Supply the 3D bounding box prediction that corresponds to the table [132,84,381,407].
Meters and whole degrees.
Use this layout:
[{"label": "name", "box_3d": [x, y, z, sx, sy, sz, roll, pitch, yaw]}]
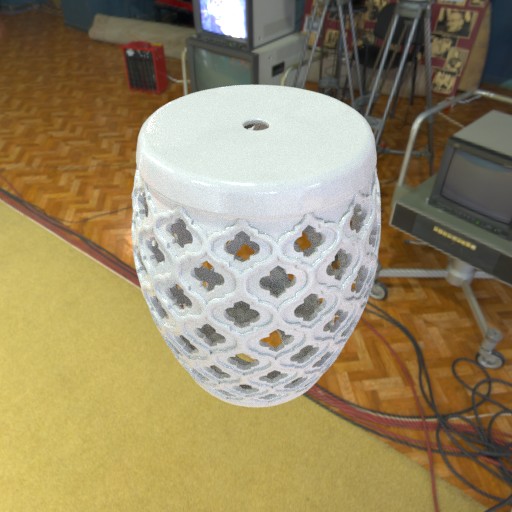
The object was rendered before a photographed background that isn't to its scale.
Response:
[{"label": "table", "box_3d": [0.000, 0.000, 0.621, 0.325, 0.388, 0.325, 0, 41, 0]}]
